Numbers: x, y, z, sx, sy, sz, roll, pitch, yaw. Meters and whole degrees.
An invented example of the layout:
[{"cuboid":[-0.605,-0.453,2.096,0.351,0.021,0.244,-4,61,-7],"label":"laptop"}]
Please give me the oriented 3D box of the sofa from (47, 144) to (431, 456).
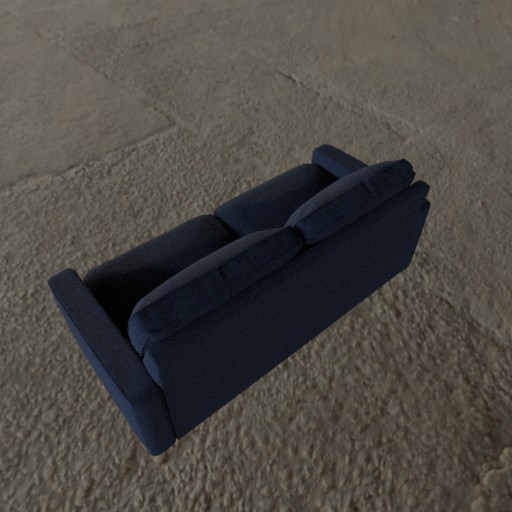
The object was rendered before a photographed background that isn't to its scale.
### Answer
[{"cuboid":[0.000,0.000,2.577,2.080,0.919,0.940,-31,53,-27],"label":"sofa"}]
